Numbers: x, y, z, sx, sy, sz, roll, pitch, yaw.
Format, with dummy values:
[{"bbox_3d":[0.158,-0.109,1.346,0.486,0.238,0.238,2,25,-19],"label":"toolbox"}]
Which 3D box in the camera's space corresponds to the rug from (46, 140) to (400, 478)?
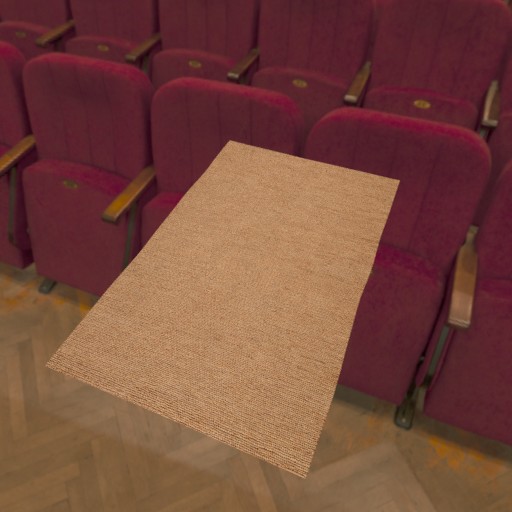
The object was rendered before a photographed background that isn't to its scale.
[{"bbox_3d":[0.000,0.000,3.033,1.533,0.011,2.439,17,49,15],"label":"rug"}]
